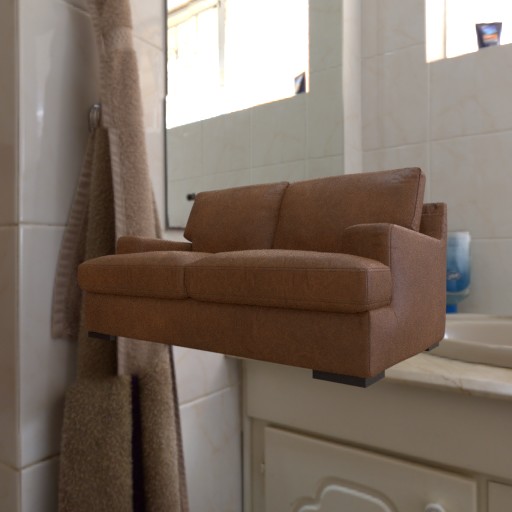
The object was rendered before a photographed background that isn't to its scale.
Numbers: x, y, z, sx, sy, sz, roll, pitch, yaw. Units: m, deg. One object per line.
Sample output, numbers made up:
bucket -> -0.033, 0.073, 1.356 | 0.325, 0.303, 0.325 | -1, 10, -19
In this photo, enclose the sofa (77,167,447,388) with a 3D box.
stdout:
sofa -> 0.000, 0.000, 2.532 | 1.880, 0.966, 1.144 | 0, 0, 37
